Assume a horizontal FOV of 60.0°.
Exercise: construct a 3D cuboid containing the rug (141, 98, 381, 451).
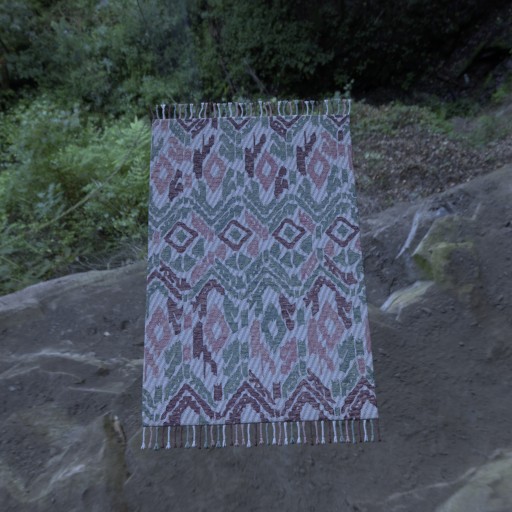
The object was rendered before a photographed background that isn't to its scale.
[{"bbox_3d":[0.000,0.000,3.042,1.524,0.011,2.438,-2,75,0],"label":"rug"}]
